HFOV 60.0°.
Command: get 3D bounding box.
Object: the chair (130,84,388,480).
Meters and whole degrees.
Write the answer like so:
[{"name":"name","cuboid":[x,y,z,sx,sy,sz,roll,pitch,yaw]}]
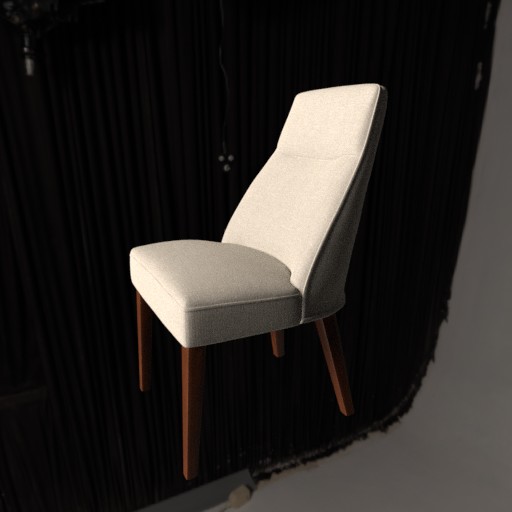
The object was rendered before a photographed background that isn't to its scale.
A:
[{"name":"chair","cuboid":[0.000,0.000,1.269,0.620,0.930,0.500,-9,18,-27]}]
